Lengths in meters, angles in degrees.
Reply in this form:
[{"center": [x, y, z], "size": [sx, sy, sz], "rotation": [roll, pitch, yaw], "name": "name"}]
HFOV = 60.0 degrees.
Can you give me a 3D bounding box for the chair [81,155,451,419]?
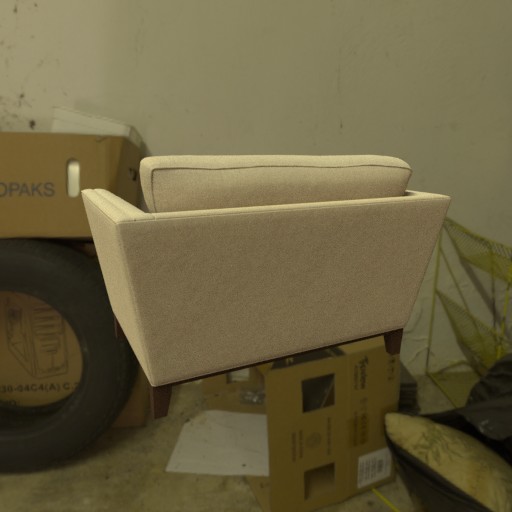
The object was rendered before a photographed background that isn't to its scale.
[{"center": [0.000, 0.000, 2.077], "size": [1.397, 0.940, 0.965], "rotation": [-7, 16, -26], "name": "chair"}]
